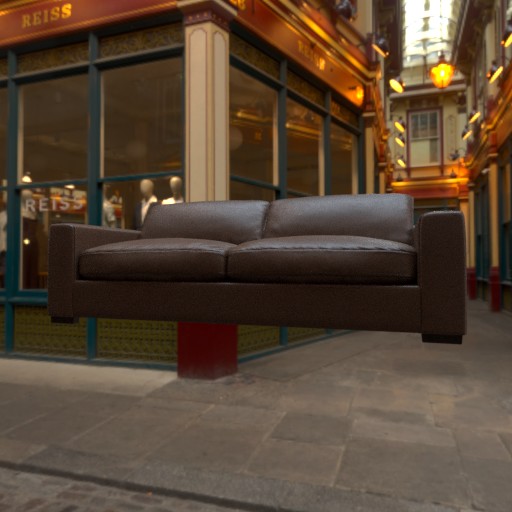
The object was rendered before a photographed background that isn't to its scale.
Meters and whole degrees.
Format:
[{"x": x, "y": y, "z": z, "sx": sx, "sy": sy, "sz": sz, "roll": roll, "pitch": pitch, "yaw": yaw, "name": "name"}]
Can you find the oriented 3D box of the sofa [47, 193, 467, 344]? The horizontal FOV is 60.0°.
[{"x": 0.000, "y": 0.000, "z": 2.748, "sx": 2.262, "sy": 0.801, "sz": 1.070, "roll": 0, "pitch": -1, "yaw": 18, "name": "sofa"}]
